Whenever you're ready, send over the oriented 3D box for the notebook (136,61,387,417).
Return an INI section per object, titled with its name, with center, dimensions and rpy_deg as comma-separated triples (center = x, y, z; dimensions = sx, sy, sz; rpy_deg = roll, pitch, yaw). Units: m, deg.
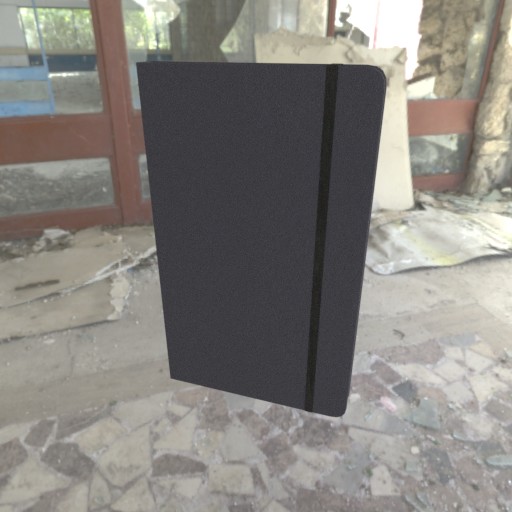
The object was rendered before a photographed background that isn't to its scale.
[notebook]
center = 0.000, 0.000, 0.266
dimensions = 0.127, 0.213, 0.016
rpy_deg = 8, 27, 16
